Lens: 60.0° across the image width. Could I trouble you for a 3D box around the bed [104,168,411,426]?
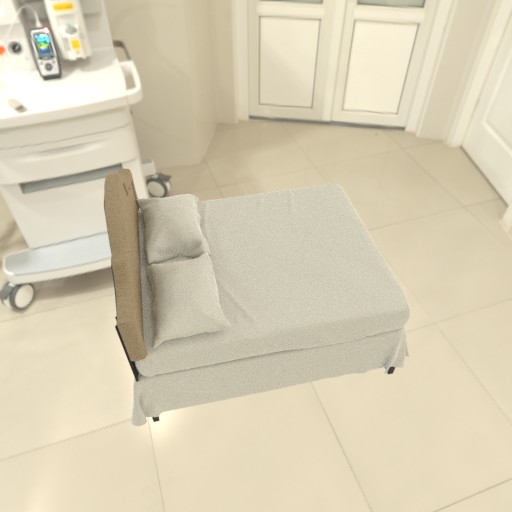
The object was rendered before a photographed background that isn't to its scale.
[{"bbox_3d":[0.000,0.000,3.506,2.222,1.634,1.780,-9,46,-8],"label":"bed"}]
